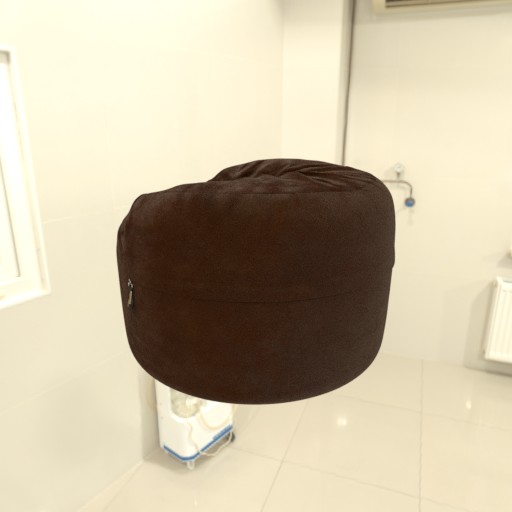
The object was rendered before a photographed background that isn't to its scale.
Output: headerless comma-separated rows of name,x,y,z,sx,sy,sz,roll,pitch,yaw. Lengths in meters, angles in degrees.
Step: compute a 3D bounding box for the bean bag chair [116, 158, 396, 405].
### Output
bean bag chair,0.000,0.000,1.530,0.918,0.616,0.918,0,17,0
